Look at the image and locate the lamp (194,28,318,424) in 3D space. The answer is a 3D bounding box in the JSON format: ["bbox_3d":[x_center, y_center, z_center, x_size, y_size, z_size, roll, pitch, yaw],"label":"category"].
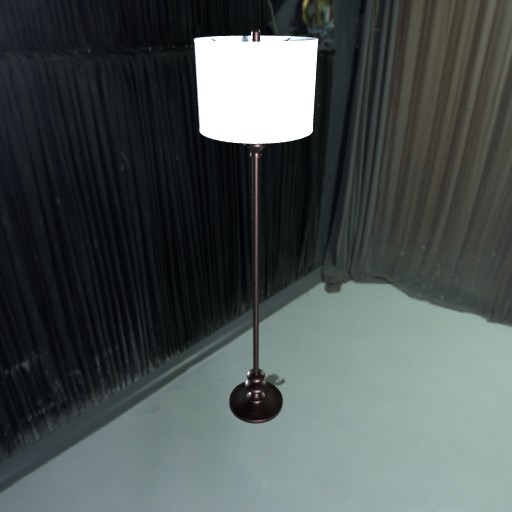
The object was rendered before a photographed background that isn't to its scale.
[{"bbox_3d":[0.000,0.000,1.627,0.356,1.487,0.356,21,35,33],"label":"lamp"}]
